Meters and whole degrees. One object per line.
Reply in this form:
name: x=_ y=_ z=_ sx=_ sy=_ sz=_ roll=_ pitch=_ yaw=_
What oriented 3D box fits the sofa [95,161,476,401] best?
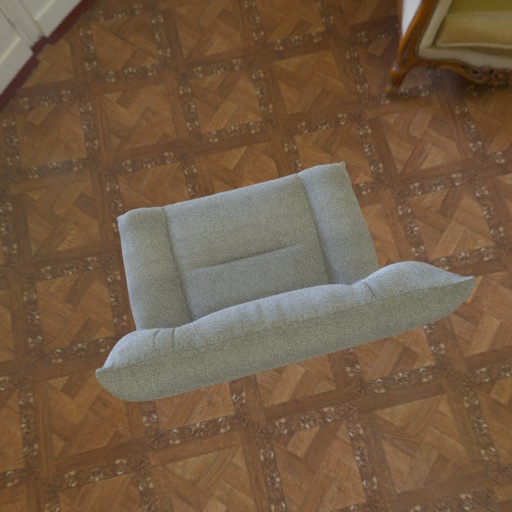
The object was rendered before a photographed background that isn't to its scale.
sofa: x=0.000 y=0.000 z=1.707 sx=1.144 sy=0.795 sz=0.847 roll=-14 pitch=76 yaw=-4
